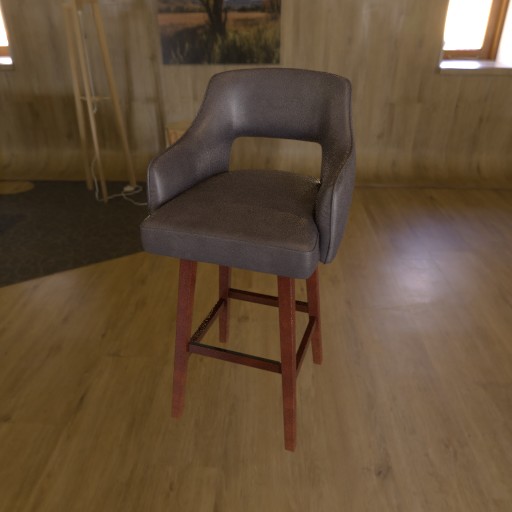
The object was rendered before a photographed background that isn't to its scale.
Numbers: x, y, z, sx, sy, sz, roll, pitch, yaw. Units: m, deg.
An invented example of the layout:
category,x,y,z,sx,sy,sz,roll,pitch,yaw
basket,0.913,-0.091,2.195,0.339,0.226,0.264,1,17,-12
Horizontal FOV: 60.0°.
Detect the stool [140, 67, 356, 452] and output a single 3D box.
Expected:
category,x,y,z,sx,sy,sz,roll,pitch,yaw
stool,0.000,0.000,1.387,0.550,1.041,0.560,9,30,17
